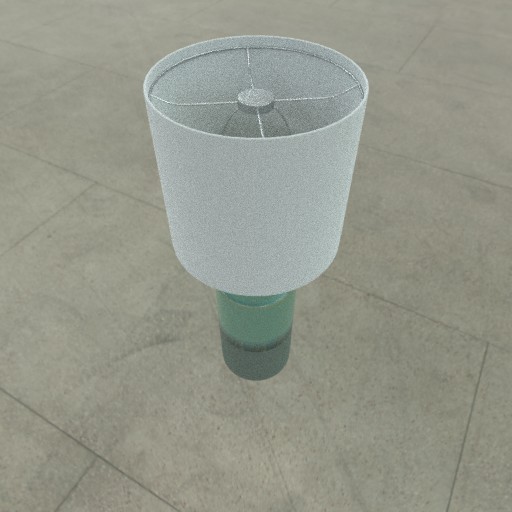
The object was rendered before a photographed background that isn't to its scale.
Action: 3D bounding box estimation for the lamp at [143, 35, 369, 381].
[{"bbox_3d":[0.000,0.000,0.601,0.212,0.493,0.212,-4,47,-4],"label":"lamp"}]
